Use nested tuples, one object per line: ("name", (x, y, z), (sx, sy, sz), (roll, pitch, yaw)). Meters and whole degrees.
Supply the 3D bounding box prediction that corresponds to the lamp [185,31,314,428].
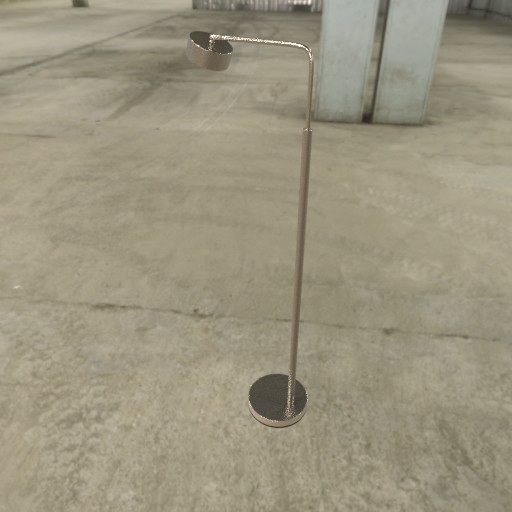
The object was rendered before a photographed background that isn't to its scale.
("lamp", (0.000, 0.000, 1.399), (0.421, 1.250, 0.222), (20, 38, 29))
